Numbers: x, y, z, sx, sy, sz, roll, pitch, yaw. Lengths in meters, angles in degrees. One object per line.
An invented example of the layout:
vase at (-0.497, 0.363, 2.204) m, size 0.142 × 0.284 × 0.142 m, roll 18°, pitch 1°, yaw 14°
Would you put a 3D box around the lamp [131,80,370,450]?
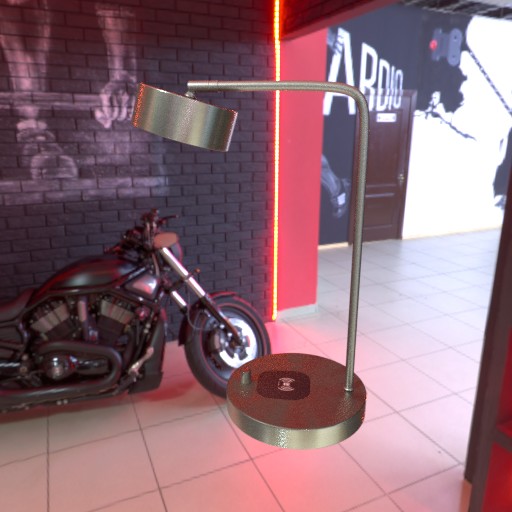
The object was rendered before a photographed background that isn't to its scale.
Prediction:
lamp at (0.000, 0.000, 0.632) m, size 0.334 × 0.469 × 0.211 m, roll 2°, pitch 16°, yaw 8°
